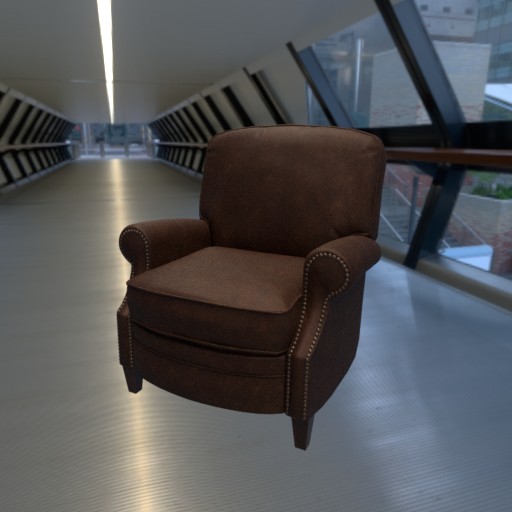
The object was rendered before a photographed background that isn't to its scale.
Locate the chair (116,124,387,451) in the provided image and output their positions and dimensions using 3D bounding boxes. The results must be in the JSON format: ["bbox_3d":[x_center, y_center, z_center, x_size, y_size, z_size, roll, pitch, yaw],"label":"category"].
[{"bbox_3d":[0.000,0.000,1.771,0.936,1.018,0.986,8,17,26],"label":"chair"}]
